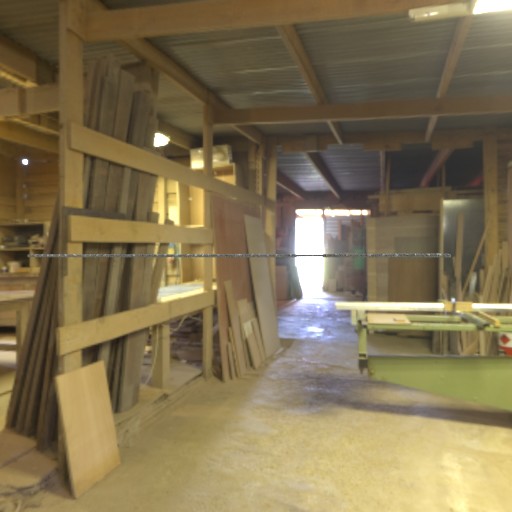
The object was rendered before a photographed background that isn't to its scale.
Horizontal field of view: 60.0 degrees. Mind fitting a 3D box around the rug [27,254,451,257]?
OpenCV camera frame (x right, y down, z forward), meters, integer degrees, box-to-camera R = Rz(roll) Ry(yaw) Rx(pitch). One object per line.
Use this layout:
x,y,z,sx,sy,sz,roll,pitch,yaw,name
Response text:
0.000,0.000,2.836,2.144,0.015,1.543,0,0,18,rug
